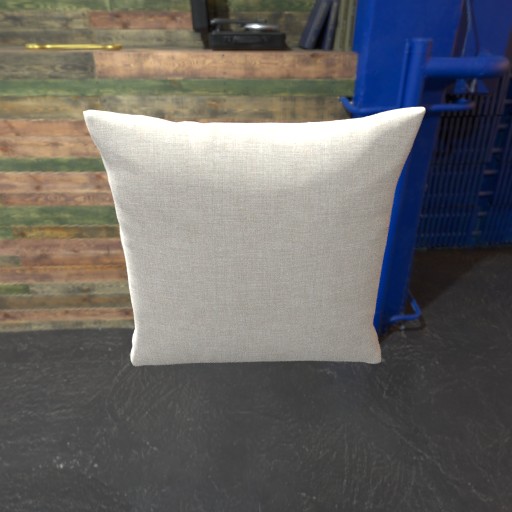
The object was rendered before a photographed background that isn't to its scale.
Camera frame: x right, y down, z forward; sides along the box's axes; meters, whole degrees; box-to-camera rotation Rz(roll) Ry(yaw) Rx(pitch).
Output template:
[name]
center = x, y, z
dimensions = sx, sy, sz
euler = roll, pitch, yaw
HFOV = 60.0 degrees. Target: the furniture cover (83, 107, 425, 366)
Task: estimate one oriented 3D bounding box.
[furniture cover]
center = 0.000, 0.000, 0.788
dimensions = 0.517, 0.508, 0.158
euler = -1, 29, -1
